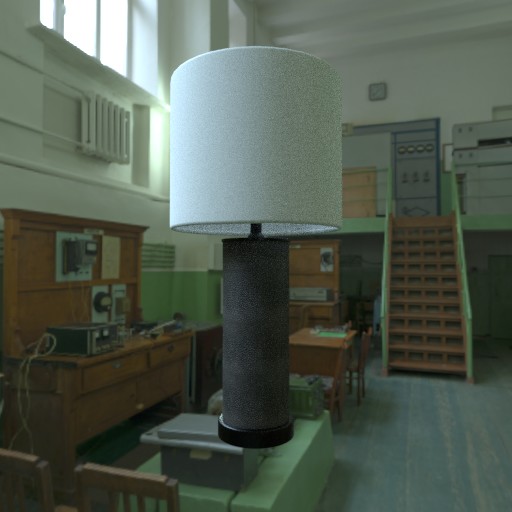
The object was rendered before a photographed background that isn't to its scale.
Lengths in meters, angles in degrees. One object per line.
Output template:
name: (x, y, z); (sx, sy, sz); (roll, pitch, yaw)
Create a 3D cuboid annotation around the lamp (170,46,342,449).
lamp: (0.000, 0.000, 0.799); (0.305, 0.634, 0.305); (0, -1, 18)
